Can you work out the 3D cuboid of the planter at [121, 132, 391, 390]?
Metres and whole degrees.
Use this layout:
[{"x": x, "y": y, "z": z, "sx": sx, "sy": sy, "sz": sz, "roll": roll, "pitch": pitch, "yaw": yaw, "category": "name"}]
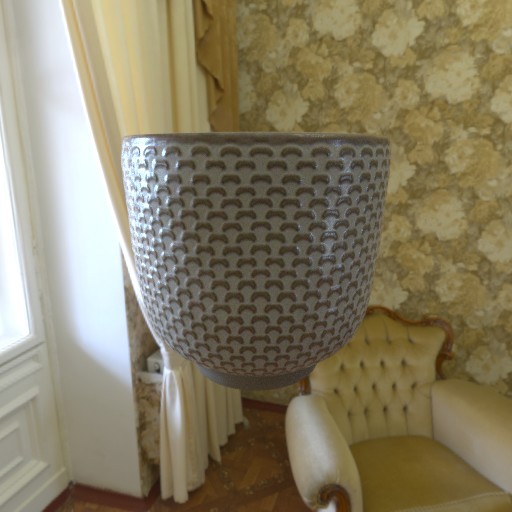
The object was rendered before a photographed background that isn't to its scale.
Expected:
[{"x": 0.000, "y": 0.000, "z": 0.250, "sx": 0.139, "sy": 0.130, "sz": 0.139, "roll": 0, "pitch": 13, "yaw": 0, "category": "planter"}]
